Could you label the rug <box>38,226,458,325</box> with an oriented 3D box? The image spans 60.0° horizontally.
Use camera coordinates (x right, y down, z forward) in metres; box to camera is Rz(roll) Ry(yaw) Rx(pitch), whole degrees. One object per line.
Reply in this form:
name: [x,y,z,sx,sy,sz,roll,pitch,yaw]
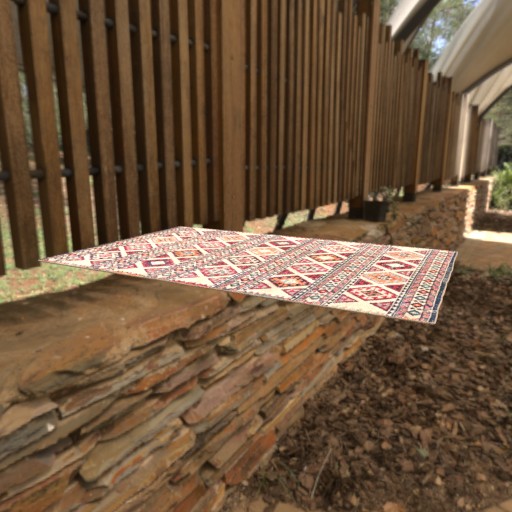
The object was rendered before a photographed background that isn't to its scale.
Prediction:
rug: [0.000,0.000,3.021,2.440,0.010,1.545,7,15,26]
